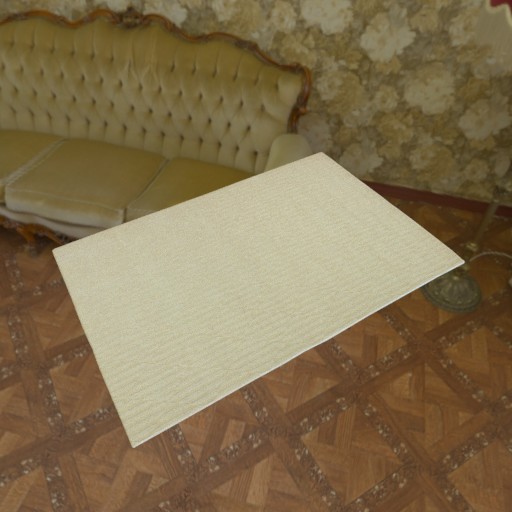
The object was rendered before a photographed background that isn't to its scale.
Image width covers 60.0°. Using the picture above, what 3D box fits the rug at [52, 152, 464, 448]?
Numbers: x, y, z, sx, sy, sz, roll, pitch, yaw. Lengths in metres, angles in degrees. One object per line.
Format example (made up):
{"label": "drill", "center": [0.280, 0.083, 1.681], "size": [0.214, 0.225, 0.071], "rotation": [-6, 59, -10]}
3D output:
{"label": "rug", "center": [0.000, 0.000, 2.369], "size": [1.848, 0.014, 1.238], "rotation": [-24, 50, -21]}
